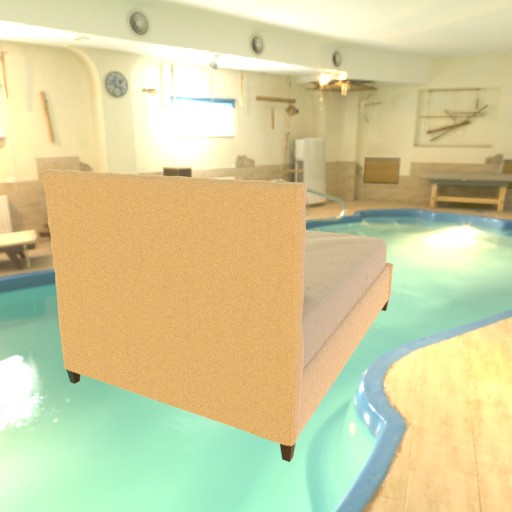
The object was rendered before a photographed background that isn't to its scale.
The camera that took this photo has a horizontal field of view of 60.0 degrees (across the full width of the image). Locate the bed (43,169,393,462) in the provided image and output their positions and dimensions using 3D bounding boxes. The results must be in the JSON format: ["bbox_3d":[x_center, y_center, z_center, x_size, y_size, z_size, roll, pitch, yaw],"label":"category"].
[{"bbox_3d":[0.000,0.000,3.456,1.698,1.427,2.387,8,17,27],"label":"bed"}]
